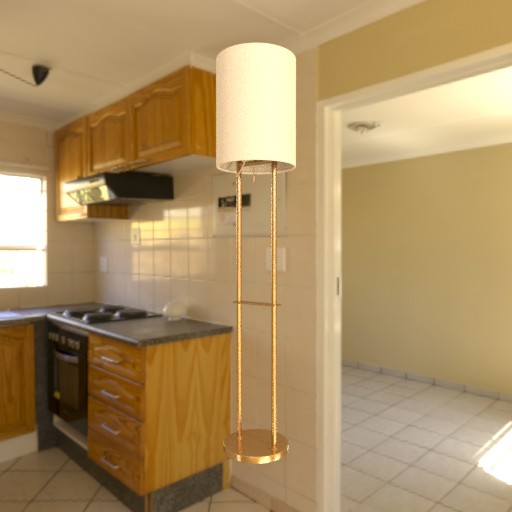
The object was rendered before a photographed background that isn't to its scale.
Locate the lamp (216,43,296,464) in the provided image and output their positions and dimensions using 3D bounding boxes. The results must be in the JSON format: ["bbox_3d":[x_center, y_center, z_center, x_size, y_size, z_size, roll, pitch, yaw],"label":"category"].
[{"bbox_3d":[0.000,0.000,1.716,0.306,1.500,0.305,1,1,35],"label":"lamp"}]
